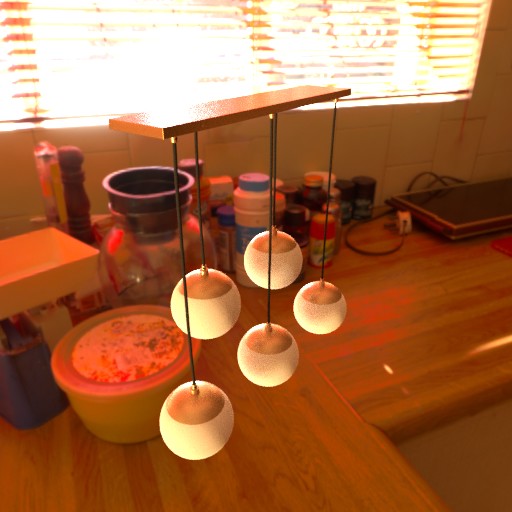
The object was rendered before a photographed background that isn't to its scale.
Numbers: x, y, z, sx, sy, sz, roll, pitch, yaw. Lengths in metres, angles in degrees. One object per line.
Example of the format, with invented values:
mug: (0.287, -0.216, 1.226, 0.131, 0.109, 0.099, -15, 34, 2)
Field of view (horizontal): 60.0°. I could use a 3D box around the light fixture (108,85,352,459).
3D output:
light fixture: (0.000, 0.000, 1.298, 0.299, 0.869, 0.863, 19, 32, 32)
